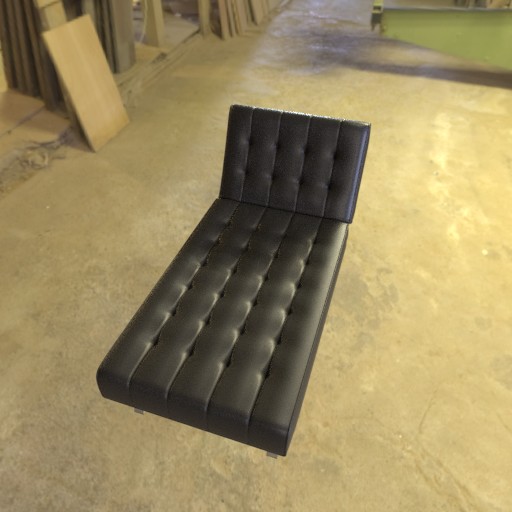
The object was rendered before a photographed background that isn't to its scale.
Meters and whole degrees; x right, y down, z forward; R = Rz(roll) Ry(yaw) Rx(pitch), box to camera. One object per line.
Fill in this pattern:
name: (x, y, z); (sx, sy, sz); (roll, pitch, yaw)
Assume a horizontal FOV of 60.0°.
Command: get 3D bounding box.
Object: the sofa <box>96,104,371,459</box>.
sofa: (0.000, 0.000, 2.056); (0.760, 0.820, 1.560); (12, 43, 14)
